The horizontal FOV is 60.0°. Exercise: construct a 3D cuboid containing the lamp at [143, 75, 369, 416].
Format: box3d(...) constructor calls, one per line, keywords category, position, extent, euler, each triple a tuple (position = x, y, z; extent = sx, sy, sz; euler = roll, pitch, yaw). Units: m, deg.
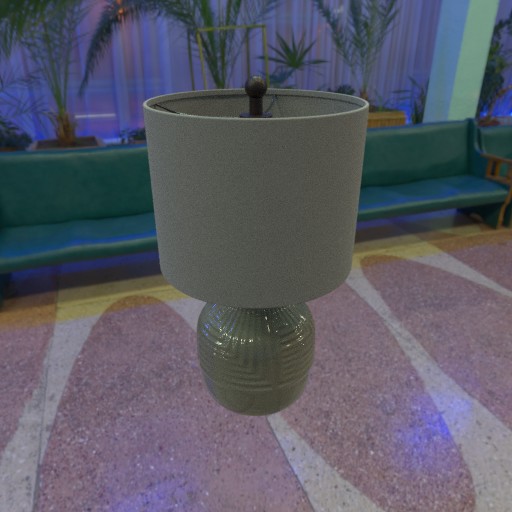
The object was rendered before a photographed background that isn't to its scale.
box3d(category="lamp", position=(0.000, 0.000, 0.748), extent=(0.318, 0.567, 0.318), euler=(0, 26, 0))
